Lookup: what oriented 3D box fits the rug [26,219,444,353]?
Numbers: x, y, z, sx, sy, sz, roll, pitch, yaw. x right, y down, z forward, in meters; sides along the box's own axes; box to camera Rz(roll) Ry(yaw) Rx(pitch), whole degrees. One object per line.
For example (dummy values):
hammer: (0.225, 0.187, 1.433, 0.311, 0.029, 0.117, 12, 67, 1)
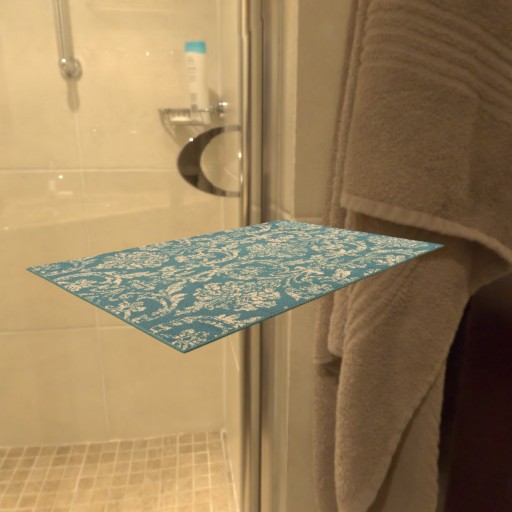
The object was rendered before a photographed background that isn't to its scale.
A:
rug: (0.000, 0.000, 2.295, 1.211, 0.012, 1.833, 14, 20, 42)
